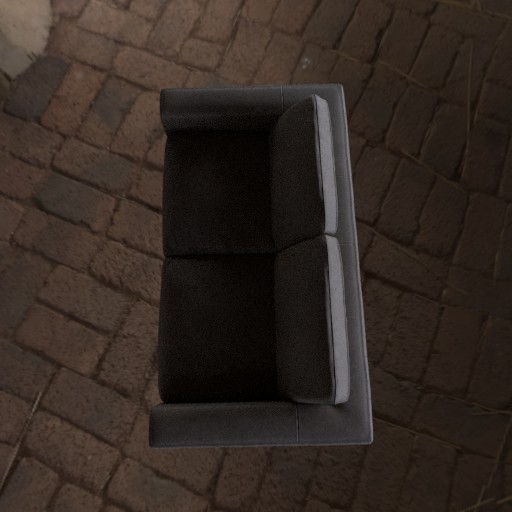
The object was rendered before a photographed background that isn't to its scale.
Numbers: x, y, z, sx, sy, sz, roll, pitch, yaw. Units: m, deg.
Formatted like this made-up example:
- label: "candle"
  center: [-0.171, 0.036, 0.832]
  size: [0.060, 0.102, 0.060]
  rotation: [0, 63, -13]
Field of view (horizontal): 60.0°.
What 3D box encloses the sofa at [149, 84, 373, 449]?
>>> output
- label: "sofa"
  center: [0.000, 0.000, 2.434]
  size: [1.070, 0.800, 1.920]
  rotation: [-1, 75, 0]
